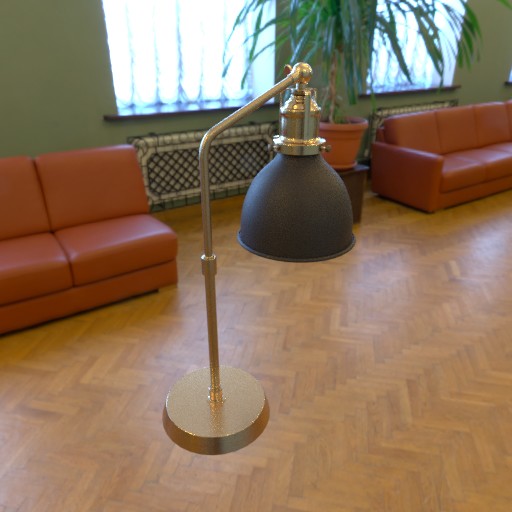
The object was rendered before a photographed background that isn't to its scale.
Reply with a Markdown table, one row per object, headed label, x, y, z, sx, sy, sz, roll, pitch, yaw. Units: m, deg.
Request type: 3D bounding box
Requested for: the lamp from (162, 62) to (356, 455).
| label | x | y | z | sx | sy | sz | roll | pitch | yaw |
| --- | --- | --- | --- | --- | --- | --- | --- | --- | --- |
| lamp | 0.000 | 0.000 | 0.573 | 0.291 | 0.456 | 0.160 | -17 | 31 | -31 |
